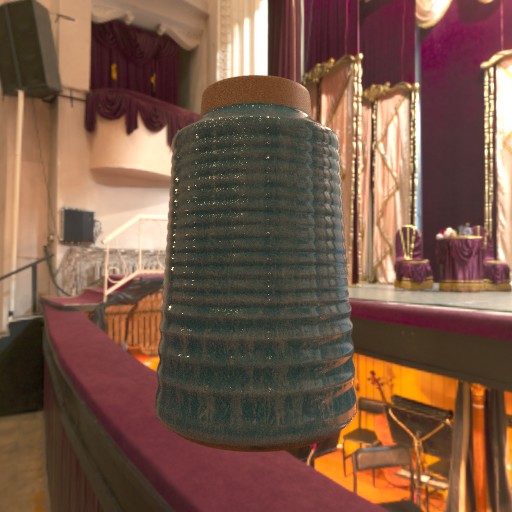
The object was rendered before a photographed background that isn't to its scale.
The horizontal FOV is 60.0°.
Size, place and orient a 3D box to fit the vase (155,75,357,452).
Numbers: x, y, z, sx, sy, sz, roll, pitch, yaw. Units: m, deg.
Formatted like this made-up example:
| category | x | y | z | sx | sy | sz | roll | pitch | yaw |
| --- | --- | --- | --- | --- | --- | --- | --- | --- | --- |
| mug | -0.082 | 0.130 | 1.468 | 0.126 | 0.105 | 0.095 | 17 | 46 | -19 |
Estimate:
| category | x | y | z | sx | sy | sz | roll | pitch | yaw |
| --- | --- | --- | --- | --- | --- | --- | --- | --- | --- |
| vase | 0.000 | 0.000 | 0.369 | 0.163 | 0.267 | 0.163 | 0 | -1 | 0 |
